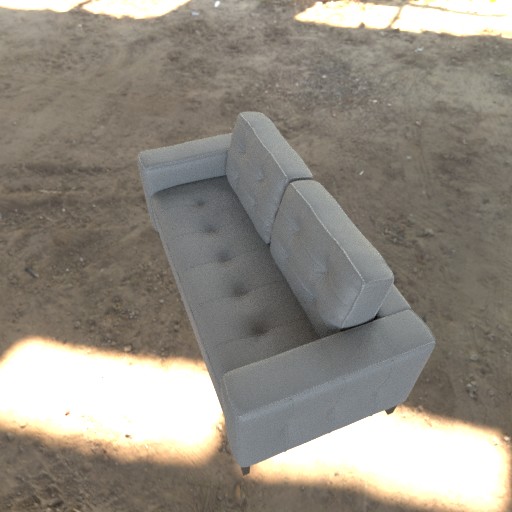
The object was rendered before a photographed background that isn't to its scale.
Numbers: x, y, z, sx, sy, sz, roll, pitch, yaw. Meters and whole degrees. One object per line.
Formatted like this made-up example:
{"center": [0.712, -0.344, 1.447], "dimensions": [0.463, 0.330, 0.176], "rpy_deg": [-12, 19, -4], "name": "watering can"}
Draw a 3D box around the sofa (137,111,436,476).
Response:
{"center": [0.000, 0.000, 2.244], "dimensions": [0.833, 0.892, 1.726], "rpy_deg": [-16, 49, -15], "name": "sofa"}
